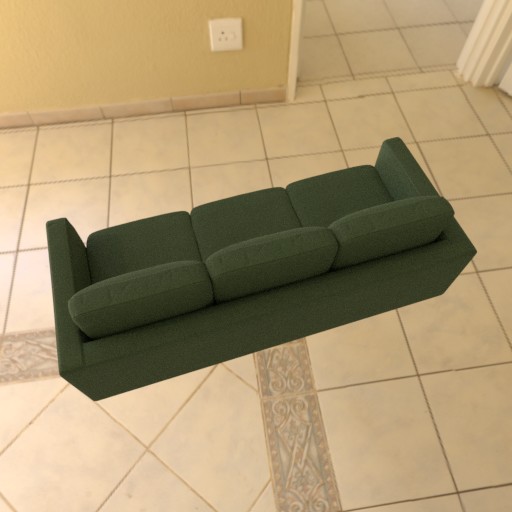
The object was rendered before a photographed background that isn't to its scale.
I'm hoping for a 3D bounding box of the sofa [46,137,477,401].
[{"bbox_3d":[0.000,0.000,2.437,2.029,0.899,0.879,-15,60,-9],"label":"sofa"}]
